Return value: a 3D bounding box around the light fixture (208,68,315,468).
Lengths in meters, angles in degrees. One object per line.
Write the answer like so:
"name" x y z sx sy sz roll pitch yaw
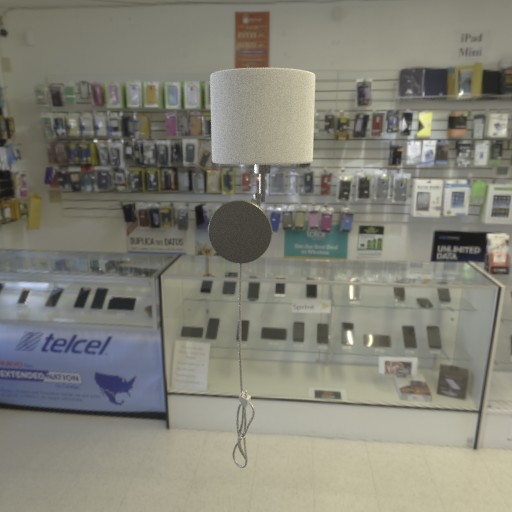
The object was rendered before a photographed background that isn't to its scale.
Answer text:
"light fixture" 0.000 0.000 1.070 0.253 0.842 0.479 2 15 8
